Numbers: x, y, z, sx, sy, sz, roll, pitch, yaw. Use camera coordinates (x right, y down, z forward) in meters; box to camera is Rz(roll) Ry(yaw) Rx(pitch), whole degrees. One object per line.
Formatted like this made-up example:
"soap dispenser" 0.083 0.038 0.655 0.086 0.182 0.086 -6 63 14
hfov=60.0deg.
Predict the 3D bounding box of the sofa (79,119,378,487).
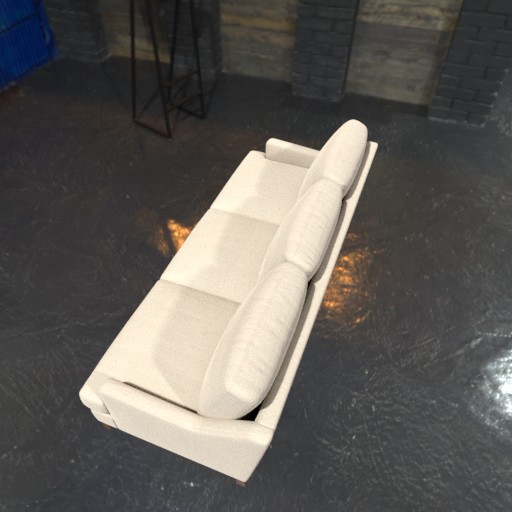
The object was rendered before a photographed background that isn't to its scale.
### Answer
"sofa" 0.000 0.000 2.750 1.000 0.913 2.321 16 48 15
